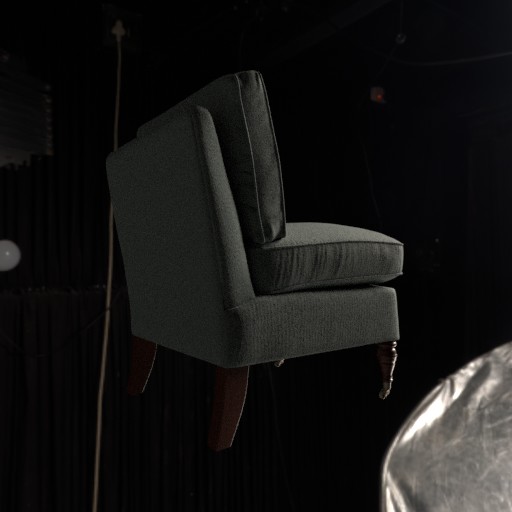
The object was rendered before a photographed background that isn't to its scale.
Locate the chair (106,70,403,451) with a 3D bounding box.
[{"bbox_3d":[0.000,0.000,1.437,0.796,0.901,0.624,1,-1,-36],"label":"chair"}]
